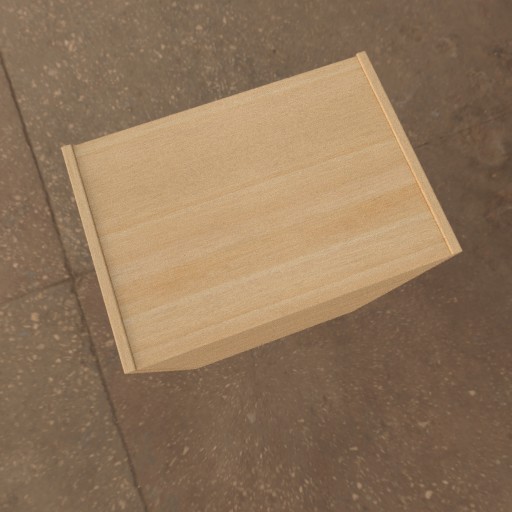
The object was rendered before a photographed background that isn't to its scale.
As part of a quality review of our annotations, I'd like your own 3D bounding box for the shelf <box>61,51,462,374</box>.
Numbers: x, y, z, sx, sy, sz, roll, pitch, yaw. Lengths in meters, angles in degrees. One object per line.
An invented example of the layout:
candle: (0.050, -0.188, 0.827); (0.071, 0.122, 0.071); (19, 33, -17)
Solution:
shelf: (0.000, 0.000, 0.822); (0.414, 0.592, 0.290); (-19, 77, -5)
